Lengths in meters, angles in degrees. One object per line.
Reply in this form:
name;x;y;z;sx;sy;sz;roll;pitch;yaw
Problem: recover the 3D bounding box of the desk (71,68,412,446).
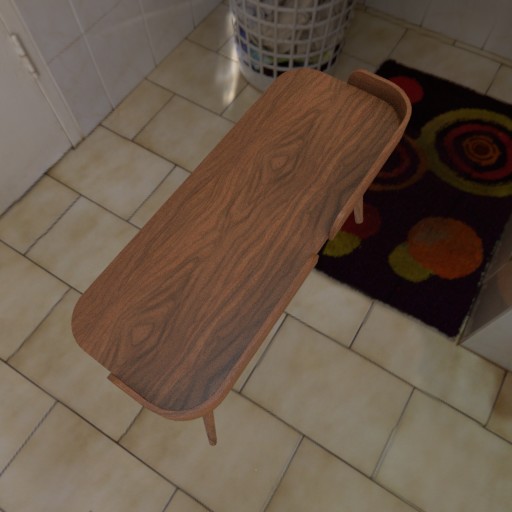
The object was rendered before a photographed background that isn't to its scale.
desk;0.000;0.000;1.643;0.486;0.800;1.256;31;68;14
